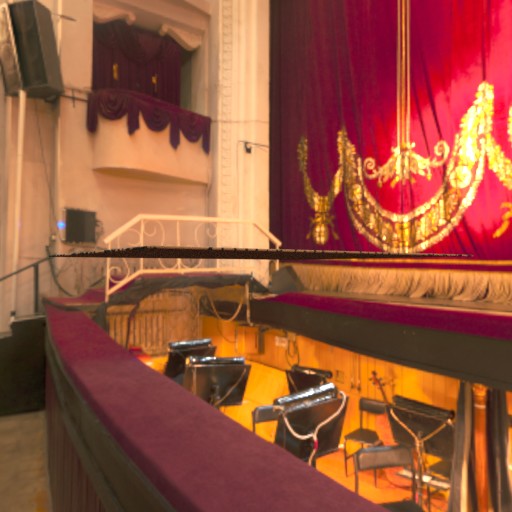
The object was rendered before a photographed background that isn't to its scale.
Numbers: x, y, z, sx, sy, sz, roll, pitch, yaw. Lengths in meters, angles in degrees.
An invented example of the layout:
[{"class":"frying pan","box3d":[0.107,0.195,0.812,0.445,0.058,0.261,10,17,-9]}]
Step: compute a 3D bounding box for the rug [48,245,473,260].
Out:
[{"class":"rug","box3d":[0.000,0.000,4.026,3.017,0.014,2.416,1,-2,-36]}]
